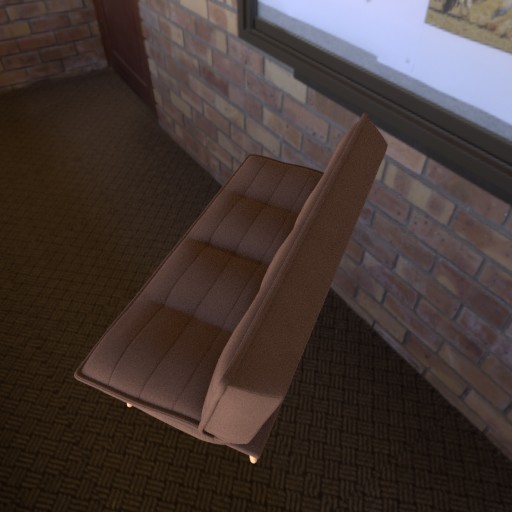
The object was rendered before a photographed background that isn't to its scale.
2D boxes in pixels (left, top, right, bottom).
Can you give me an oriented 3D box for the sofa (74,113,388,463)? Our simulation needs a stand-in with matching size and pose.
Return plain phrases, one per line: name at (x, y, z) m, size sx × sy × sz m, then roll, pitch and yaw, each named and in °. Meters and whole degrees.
sofa at (0.000, 0.000, 2.416) m, size 0.950 × 0.890 × 1.940 m, roll 17°, pitch 48°, yaw 16°
